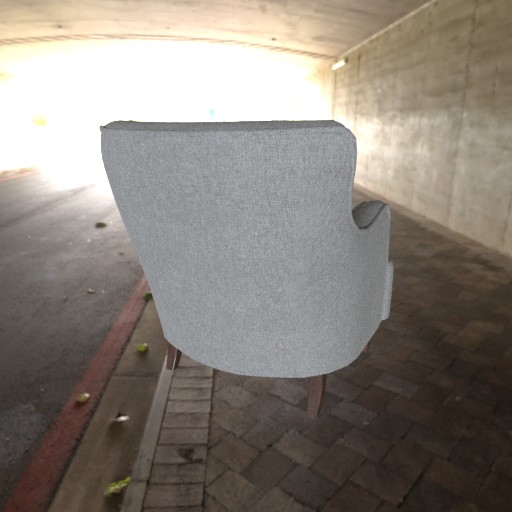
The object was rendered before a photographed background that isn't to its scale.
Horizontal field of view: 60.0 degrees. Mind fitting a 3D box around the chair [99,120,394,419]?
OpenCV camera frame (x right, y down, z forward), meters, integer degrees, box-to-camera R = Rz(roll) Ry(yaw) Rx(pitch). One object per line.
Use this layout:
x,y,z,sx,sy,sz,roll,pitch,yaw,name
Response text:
0.000,0.000,1.549,0.820,0.920,0.910,9,19,28,chair
